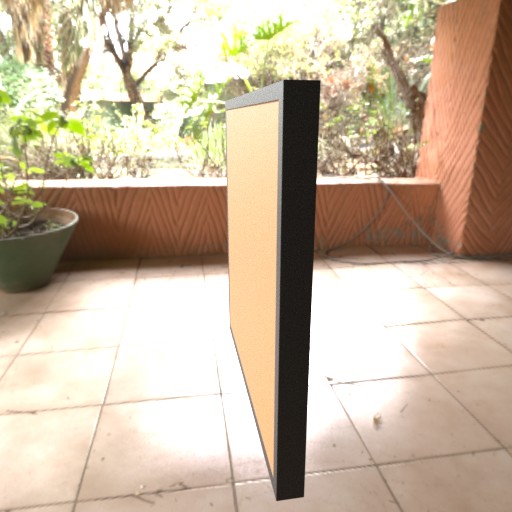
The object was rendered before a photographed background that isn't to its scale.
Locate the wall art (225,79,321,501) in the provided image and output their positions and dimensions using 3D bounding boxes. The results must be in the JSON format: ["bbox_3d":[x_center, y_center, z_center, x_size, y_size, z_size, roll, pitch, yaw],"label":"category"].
[{"bbox_3d":[0.000,0.000,0.738,0.037,0.506,0.506,-3,17,-10],"label":"wall art"}]
